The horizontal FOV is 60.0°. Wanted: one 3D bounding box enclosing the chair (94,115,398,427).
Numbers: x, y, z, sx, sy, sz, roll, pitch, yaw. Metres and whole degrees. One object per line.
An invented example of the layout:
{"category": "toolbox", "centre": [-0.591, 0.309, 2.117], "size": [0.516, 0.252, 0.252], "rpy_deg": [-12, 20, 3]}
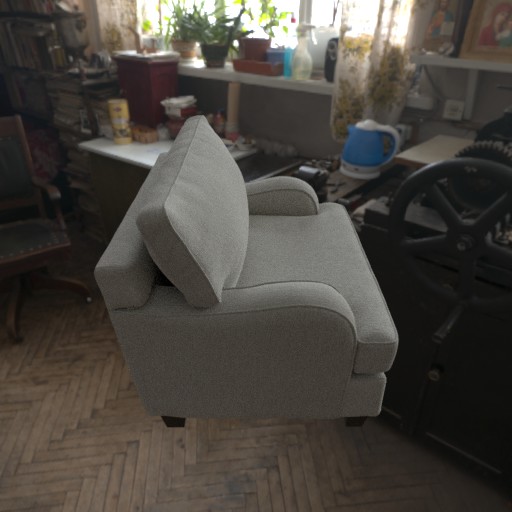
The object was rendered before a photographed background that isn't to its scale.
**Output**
{"category": "chair", "centre": [0.000, 0.000, 2.055], "size": [1.041, 1.016, 1.220], "rpy_deg": [0, 31, 0]}
